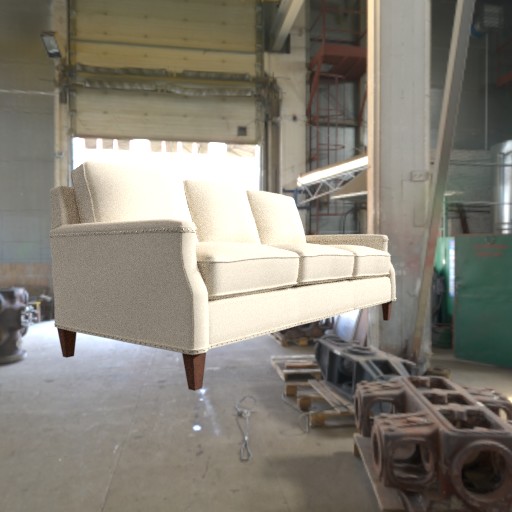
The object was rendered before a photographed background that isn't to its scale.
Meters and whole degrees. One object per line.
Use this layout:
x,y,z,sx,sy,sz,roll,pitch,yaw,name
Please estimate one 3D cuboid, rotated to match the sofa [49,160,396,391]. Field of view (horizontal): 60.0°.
0.000,0.000,2.840,1.084,1.003,2.246,1,1,36,sofa
